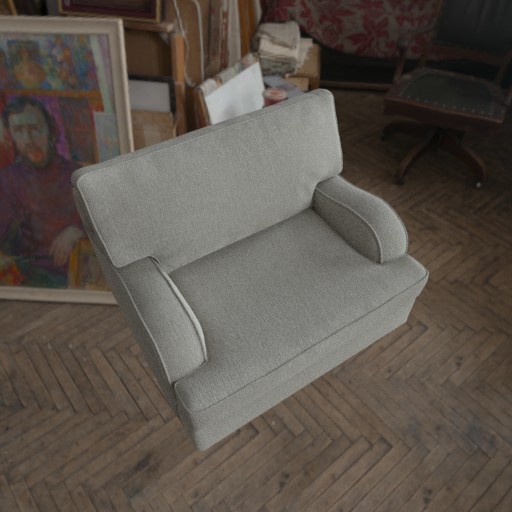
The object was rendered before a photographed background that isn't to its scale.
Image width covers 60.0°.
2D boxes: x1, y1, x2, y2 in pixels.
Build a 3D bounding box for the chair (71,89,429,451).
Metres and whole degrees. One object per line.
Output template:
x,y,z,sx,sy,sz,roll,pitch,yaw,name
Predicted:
0.000,0.000,2.001,1.220,1.016,1.041,-26,53,-21,chair
